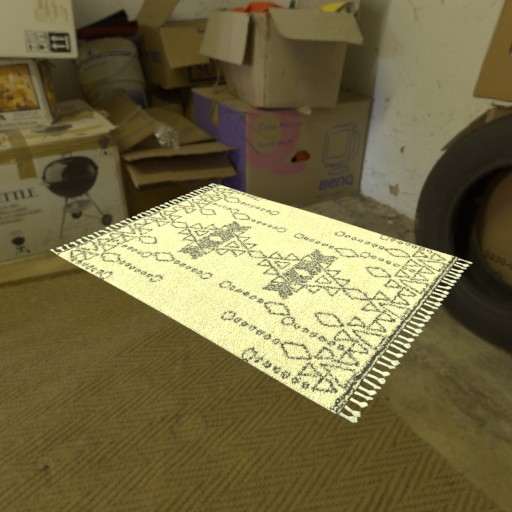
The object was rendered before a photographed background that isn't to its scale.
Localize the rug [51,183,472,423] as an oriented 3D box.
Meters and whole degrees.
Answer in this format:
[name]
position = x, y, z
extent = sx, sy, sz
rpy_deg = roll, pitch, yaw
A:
[rug]
position = 0.000, 0.000, 3.862
extent = 3.027, 0.028, 2.125
rpy_deg = 22, 37, 32
